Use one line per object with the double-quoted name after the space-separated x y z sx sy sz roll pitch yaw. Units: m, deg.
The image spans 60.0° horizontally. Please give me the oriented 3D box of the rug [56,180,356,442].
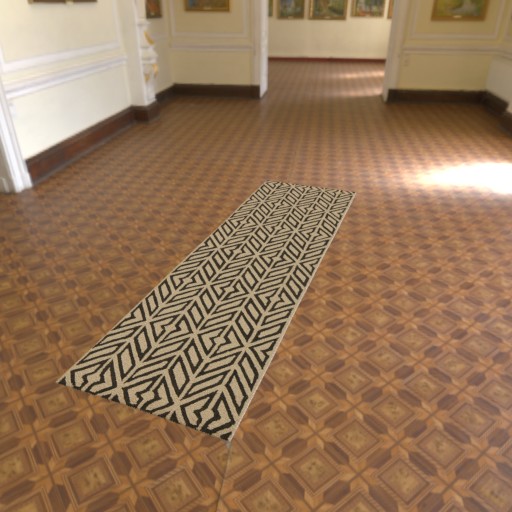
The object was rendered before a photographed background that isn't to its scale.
0.000 0.000 2.606 0.750 0.009 2.435 11 32 18 "rug"
